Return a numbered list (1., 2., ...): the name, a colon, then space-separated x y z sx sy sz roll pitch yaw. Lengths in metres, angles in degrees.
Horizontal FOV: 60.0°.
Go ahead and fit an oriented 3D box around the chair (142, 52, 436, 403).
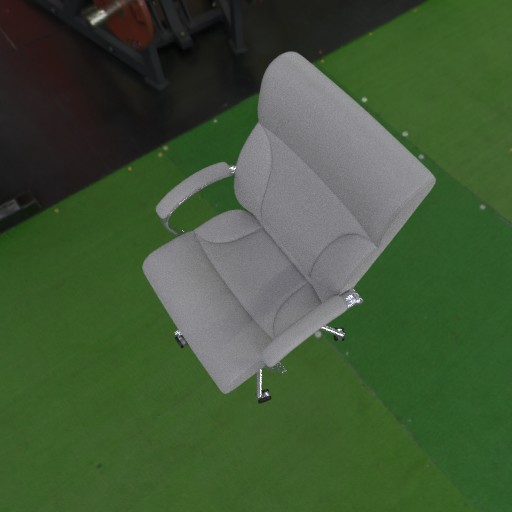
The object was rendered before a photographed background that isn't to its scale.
1. chair: 0.000 0.000 1.550 0.745 1.099 0.727 -32 67 -15
